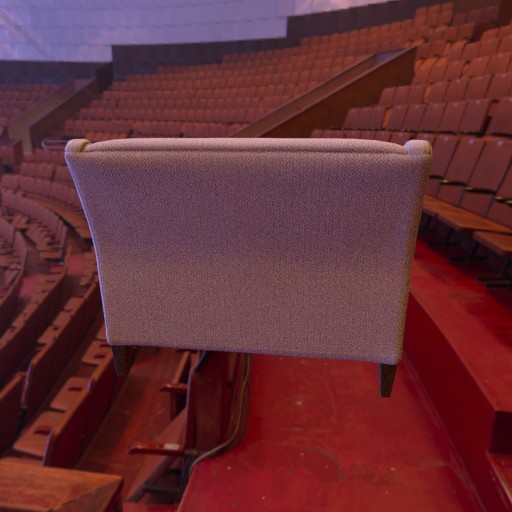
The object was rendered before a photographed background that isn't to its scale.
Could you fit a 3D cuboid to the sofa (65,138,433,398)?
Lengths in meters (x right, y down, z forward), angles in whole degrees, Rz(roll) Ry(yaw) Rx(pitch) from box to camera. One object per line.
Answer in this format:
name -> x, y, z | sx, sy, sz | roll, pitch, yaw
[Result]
sofa -> 0.000, 0.000, 1.967 | 1.242, 1.022, 0.870 | 2, 16, 8
